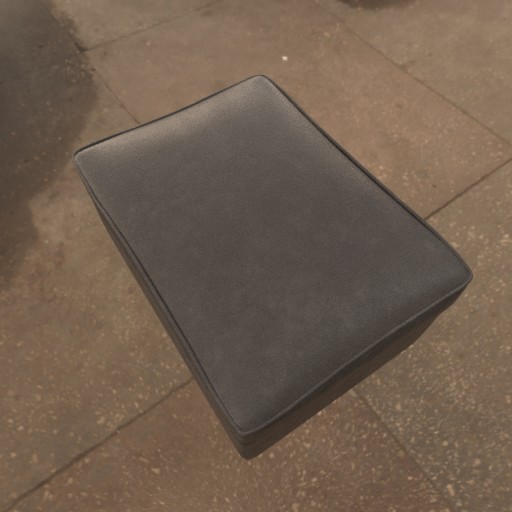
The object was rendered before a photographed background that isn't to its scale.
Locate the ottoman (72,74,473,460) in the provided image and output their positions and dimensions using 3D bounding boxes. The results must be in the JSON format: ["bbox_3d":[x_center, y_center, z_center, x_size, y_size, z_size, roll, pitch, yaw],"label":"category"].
[{"bbox_3d":[0.000,0.000,1.094,0.554,0.445,0.756,-29,63,-17],"label":"ottoman"}]
